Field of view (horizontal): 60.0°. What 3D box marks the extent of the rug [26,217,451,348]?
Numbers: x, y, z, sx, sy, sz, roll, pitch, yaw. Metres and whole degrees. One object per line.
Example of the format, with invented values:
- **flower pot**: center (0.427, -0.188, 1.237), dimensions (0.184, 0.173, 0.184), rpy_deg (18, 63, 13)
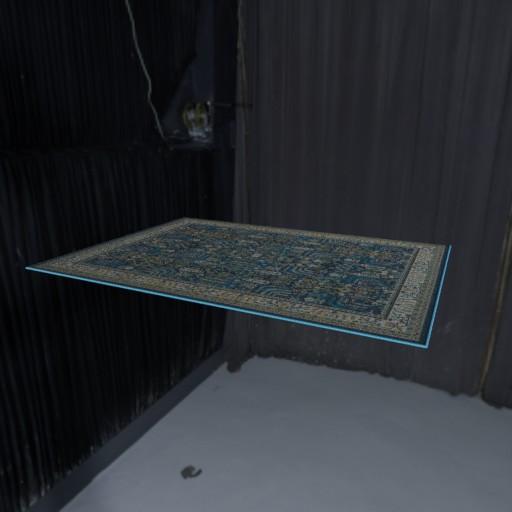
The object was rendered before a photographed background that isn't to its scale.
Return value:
- **rug**: center (0.000, 0.000, 3.890), dimensions (3.044, 0.015, 2.226), rpy_deg (8, 18, 25)
